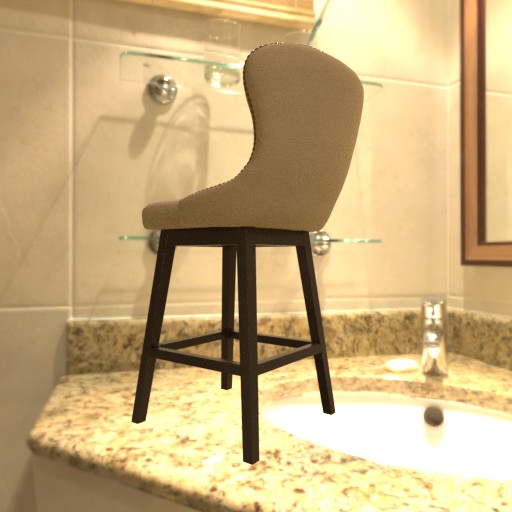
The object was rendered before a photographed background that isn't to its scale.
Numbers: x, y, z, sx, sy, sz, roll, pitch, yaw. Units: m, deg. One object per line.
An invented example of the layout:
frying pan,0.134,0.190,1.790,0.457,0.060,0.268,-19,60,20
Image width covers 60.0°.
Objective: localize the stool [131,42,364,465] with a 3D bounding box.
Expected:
stool,0.000,0.000,1.288,0.593,0.971,0.528,0,0,37
